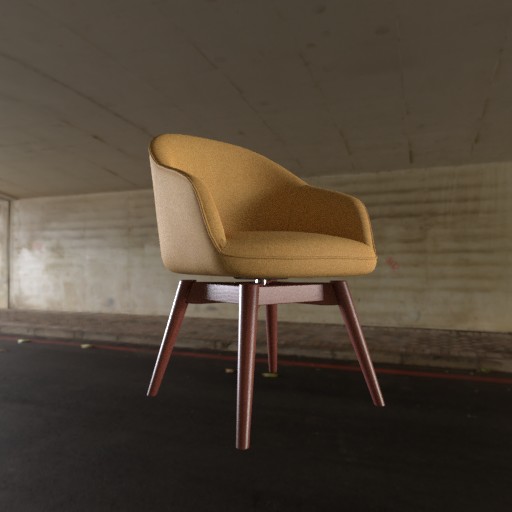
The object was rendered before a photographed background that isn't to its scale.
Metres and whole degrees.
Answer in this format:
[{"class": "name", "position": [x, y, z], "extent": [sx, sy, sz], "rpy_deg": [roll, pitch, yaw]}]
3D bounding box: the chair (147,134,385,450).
[{"class": "chair", "position": [0.000, 0.000, 1.293], "extent": [0.596, 0.823, 0.635], "rpy_deg": [1, -1, -37]}]
